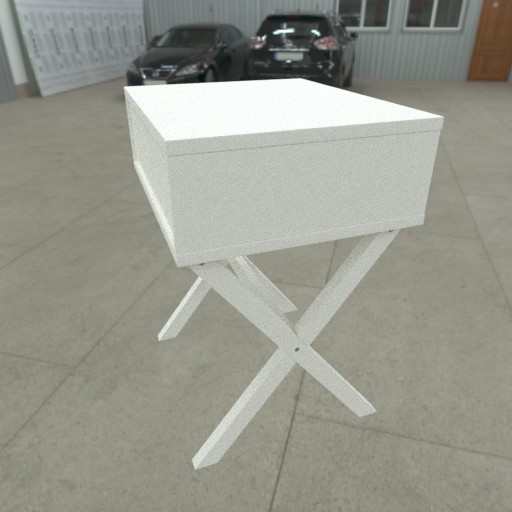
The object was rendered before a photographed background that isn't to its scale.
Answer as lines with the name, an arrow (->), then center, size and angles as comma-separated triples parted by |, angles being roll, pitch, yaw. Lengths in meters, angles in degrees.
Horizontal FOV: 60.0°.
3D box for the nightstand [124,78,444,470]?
nightstand -> 0.000, 0.000, 0.922 | 0.402, 0.623, 0.479 | -10, 30, -18
